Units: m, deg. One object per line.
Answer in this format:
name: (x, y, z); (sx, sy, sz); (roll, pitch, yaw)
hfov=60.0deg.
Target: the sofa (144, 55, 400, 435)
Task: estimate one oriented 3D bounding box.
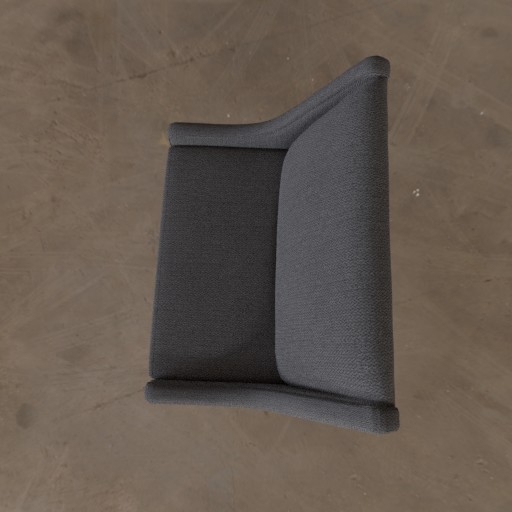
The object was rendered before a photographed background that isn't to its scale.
sofa: (0.000, 0.000, 1.862); (0.873, 1.022, 1.242); (2, 78, 0)
